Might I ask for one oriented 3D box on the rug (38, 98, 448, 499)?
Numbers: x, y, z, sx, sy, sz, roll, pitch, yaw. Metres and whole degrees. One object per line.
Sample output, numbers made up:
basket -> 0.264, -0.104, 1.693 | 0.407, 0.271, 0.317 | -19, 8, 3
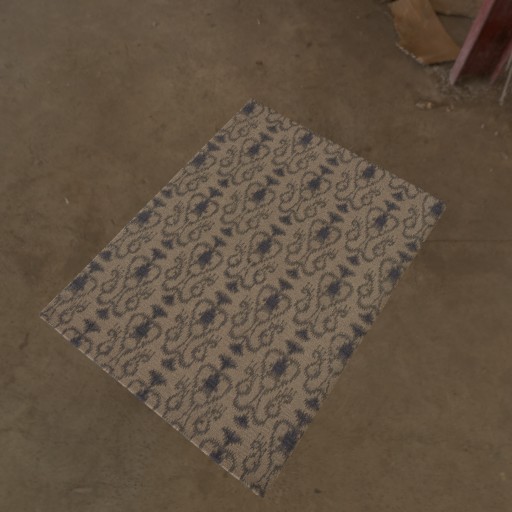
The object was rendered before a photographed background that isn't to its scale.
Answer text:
rug -> 0.000, 0.000, 4.160 | 2.437, 0.015, 3.205 | 33, 68, 15
